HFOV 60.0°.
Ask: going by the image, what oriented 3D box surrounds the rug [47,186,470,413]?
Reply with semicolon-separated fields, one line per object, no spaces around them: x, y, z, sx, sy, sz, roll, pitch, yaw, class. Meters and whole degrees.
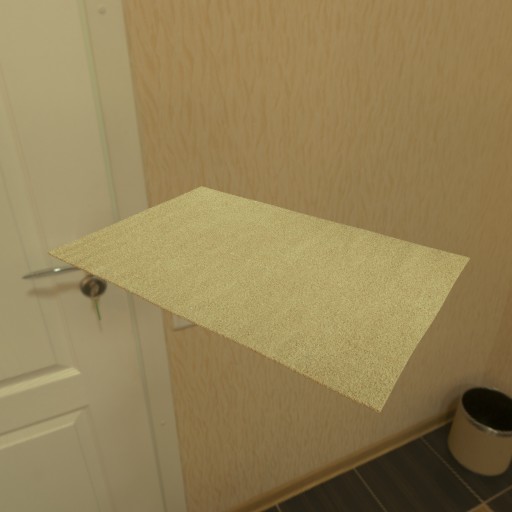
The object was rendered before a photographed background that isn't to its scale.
0.000;0.000;3.404;2.699;0.025;1.800;19;34;30;rug
